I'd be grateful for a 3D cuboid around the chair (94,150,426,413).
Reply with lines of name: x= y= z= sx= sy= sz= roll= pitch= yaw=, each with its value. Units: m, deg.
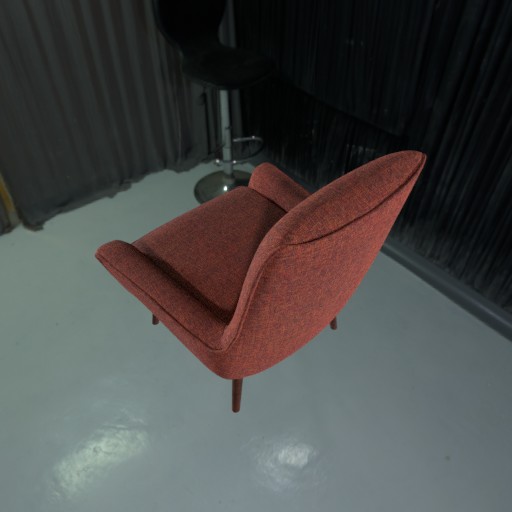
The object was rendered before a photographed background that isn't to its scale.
chair: x=0.000 y=0.000 z=1.479 sx=0.803 sy=0.911 sz=0.784 roll=-33 pitch=53 yaw=-29
